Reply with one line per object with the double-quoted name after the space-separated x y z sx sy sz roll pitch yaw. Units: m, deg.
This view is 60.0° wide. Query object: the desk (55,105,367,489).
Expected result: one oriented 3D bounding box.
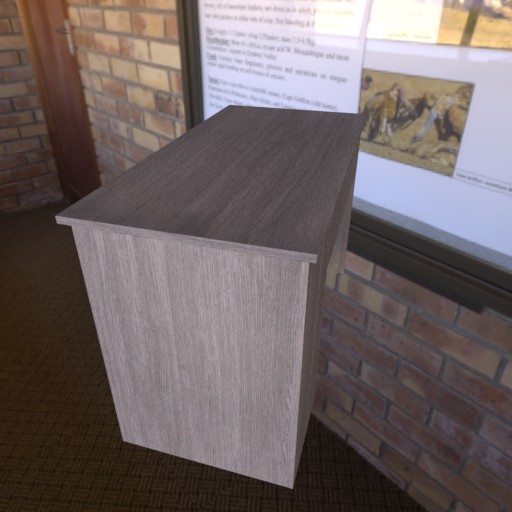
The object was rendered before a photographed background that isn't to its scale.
0.000 0.000 1.509 0.560 0.735 1.097 9 32 14 "desk"
